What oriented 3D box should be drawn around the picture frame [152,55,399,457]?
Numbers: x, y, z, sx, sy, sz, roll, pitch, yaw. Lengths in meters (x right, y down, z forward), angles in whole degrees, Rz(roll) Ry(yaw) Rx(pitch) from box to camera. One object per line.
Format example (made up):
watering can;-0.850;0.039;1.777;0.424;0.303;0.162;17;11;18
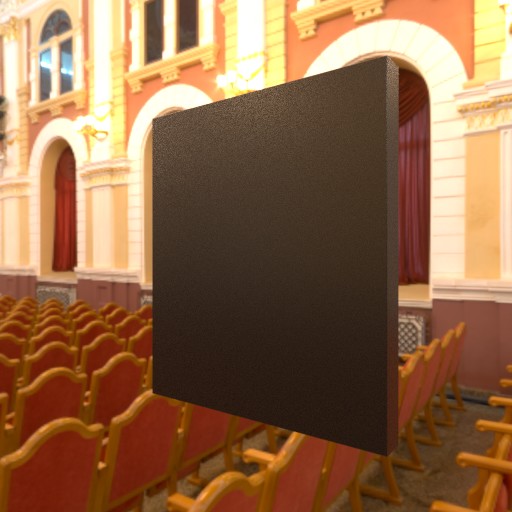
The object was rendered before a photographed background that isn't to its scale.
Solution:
picture frame;0.000;0.000;0.527;0.328;0.378;0.034;0;0;36
